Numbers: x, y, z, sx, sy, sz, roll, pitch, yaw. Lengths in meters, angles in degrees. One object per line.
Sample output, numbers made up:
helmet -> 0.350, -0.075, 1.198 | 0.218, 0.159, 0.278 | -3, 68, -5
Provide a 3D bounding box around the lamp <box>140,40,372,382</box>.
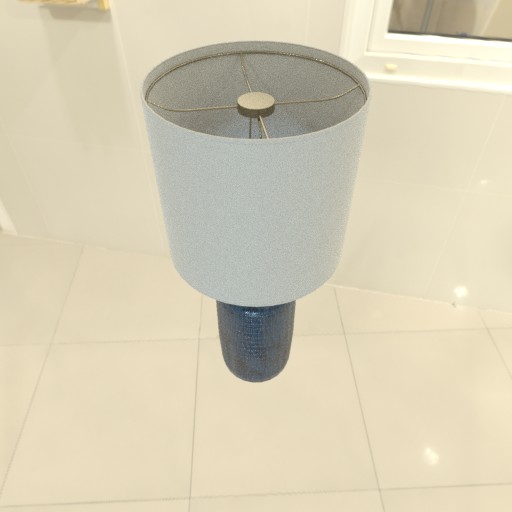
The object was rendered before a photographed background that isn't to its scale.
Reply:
lamp -> 0.000, 0.000, 0.594 | 0.220, 0.475, 0.220 | 3, 45, 3
